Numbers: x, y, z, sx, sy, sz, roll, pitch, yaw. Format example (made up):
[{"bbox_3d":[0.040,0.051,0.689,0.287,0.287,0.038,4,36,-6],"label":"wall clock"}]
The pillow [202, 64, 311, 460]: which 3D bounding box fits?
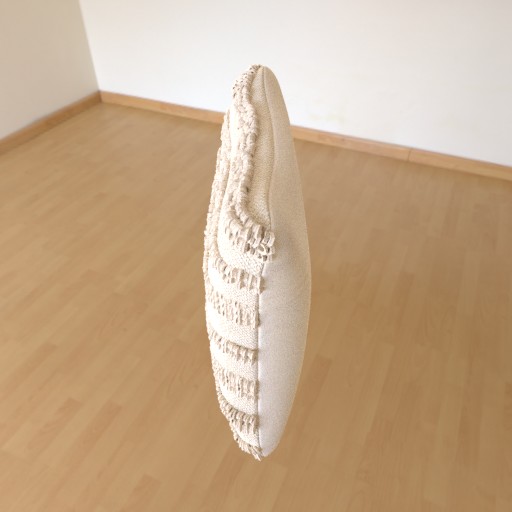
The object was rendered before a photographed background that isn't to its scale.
[{"bbox_3d":[0.000,0.000,0.658,0.145,0.427,0.437,0,41,0],"label":"pillow"}]
